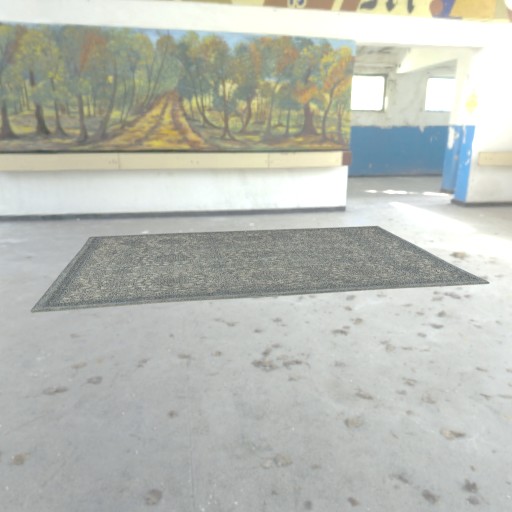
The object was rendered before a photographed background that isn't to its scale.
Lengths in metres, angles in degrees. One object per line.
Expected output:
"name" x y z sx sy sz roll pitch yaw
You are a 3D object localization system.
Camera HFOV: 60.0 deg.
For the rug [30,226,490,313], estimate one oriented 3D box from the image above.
"rug" 0.000 0.000 3.085 2.498 0.022 1.535 -3 17 -9
